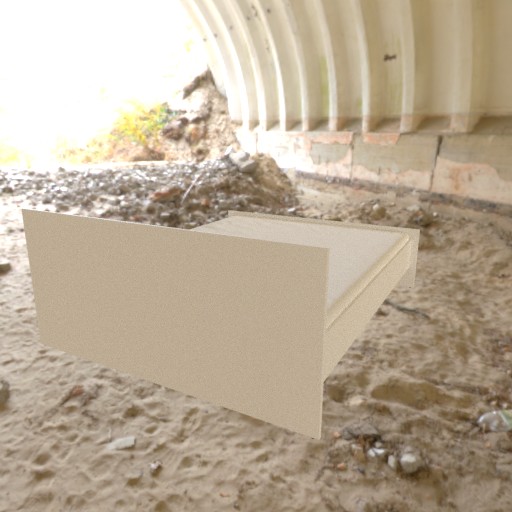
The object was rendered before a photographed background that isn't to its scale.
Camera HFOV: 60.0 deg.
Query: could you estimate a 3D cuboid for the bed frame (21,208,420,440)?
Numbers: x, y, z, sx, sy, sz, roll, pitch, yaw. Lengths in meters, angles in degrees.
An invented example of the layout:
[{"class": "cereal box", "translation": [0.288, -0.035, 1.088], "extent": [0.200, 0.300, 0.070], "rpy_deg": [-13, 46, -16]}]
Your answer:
[{"class": "bed frame", "translation": [0.000, 0.000, 2.938], "extent": [1.720, 0.800, 2.060], "rpy_deg": [9, 18, 28]}]
